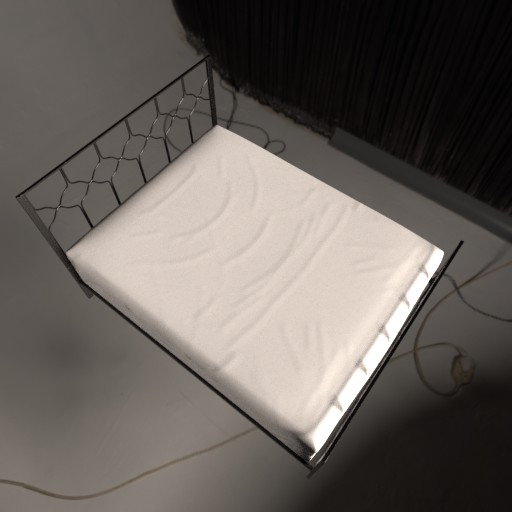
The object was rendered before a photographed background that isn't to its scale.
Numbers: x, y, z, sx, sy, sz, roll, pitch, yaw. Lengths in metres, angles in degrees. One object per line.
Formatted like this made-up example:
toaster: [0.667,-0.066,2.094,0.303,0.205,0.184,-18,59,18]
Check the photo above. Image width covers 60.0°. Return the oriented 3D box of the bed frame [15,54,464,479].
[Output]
bed frame: [0.000,0.000,2.918,2.063,1.222,1.597,33,64,19]
